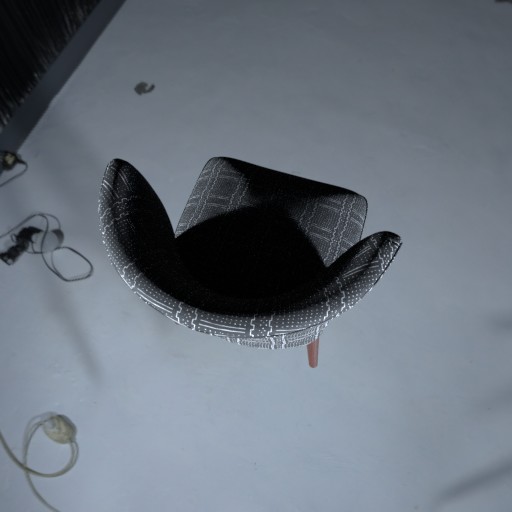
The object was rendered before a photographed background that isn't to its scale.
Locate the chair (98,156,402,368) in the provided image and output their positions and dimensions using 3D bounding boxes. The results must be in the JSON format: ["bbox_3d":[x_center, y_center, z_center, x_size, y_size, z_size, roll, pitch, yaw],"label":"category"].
[{"bbox_3d":[0.000,0.000,1.390,0.710,0.866,0.758,16,65,8],"label":"chair"}]
